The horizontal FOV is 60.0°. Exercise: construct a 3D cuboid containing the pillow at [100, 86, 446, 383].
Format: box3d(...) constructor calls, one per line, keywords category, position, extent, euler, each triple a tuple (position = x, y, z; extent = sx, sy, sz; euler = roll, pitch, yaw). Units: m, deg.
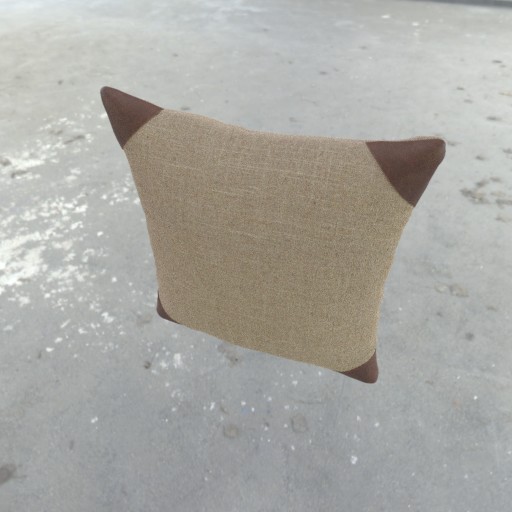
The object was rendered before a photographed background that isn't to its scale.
box3d(category="pillow", position=(0.000, 0.000, 0.663), extent=(0.437, 0.448, 0.147), euler=(13, 43, 15))
